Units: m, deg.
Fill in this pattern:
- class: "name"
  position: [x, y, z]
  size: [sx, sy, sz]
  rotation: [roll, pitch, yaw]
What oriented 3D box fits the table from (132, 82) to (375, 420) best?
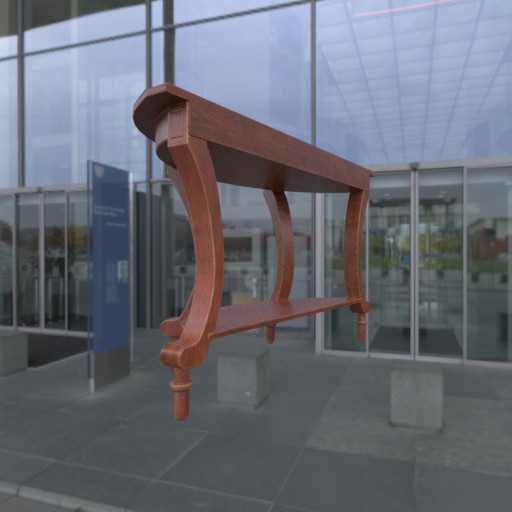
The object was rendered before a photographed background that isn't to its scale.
- class: "table"
  position: [0.000, 0.000, 1.484]
  size: [0.394, 0.699, 1.198]
  rotation: [0, 1, 35]
